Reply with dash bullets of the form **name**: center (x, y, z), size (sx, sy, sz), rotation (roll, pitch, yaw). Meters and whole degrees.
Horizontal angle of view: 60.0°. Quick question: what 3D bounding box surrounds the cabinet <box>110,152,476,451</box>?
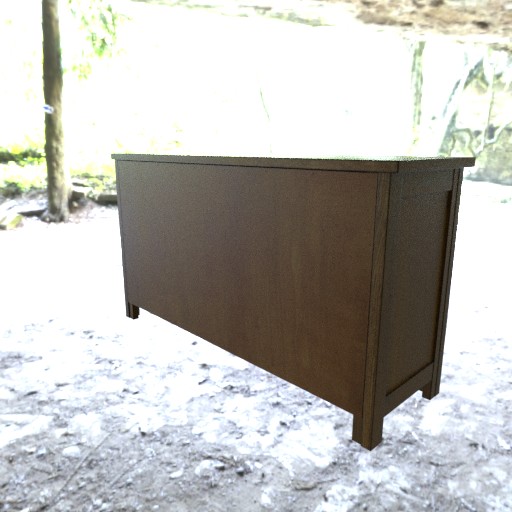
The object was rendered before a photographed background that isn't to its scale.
- **cabinet**: center (0.000, 0.000, 1.825), size (0.480, 0.813, 1.474), rotation (-13, 19, -42)
